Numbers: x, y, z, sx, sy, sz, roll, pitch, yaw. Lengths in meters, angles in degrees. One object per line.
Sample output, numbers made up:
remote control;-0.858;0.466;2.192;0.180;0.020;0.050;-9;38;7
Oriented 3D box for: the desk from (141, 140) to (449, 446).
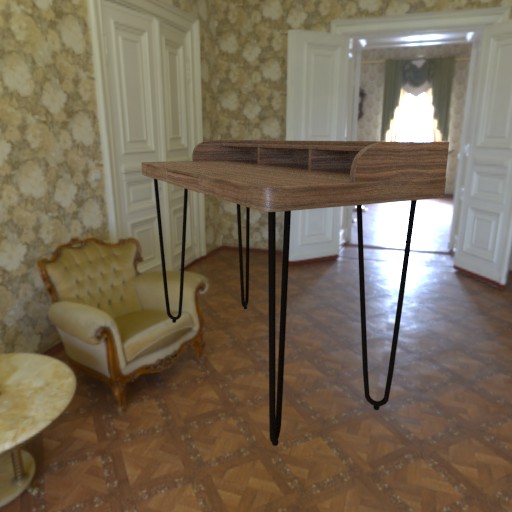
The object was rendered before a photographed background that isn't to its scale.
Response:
desk;0.000;0.000;1.698;0.565;0.854;1.200;-7;17;-26
